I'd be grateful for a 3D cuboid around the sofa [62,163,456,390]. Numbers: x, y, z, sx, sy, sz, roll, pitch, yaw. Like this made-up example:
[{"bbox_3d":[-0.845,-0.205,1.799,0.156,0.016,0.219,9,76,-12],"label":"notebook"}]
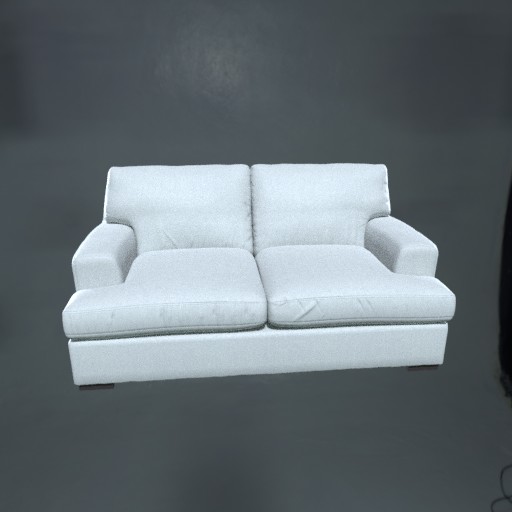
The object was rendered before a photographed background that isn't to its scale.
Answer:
[{"bbox_3d":[0.000,0.000,2.516,1.880,0.940,1.143,-2,18,-6],"label":"sofa"}]
